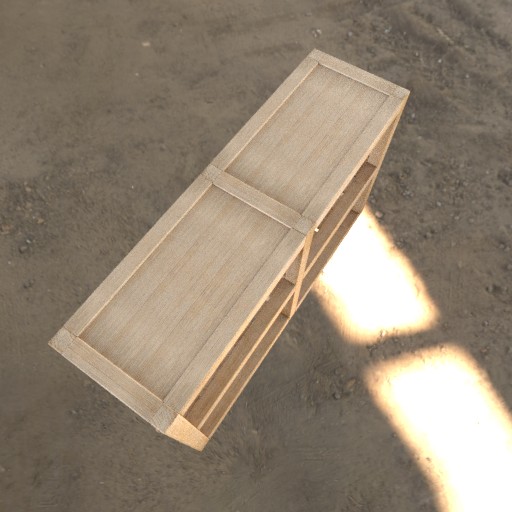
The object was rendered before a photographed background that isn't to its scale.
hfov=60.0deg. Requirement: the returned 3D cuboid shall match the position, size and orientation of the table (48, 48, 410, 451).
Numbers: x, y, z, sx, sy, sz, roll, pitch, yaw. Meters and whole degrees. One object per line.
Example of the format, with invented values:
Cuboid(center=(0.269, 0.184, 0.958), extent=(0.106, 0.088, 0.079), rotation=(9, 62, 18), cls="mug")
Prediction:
Cuboid(center=(0.000, 0.000, 1.647), extent=(0.381, 0.762, 1.320), rotation=(31, 67, 15), cls="table")
